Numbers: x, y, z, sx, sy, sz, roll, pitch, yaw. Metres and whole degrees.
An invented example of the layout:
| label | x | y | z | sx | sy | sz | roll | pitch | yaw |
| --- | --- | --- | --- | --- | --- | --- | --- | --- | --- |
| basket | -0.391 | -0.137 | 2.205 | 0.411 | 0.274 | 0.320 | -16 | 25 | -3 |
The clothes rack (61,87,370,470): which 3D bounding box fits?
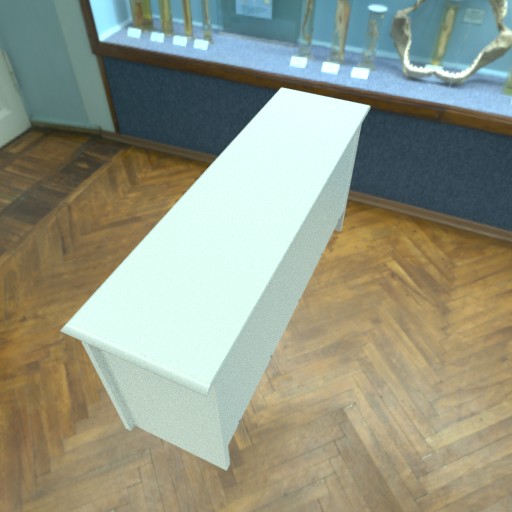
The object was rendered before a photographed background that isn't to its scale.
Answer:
| label | x | y | z | sx | sy | sz | roll | pitch | yaw |
| --- | --- | --- | --- | --- | --- | --- | --- | --- | --- |
| clothes rack | 0.000 | 0.000 | 1.348 | 0.324 | 0.531 | 1.120 | 18 | 49 | 17 |
